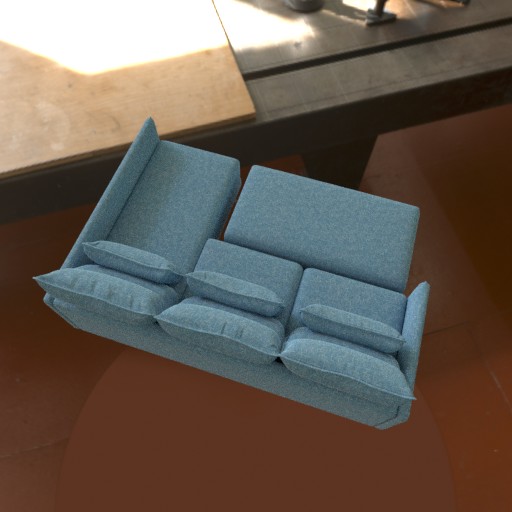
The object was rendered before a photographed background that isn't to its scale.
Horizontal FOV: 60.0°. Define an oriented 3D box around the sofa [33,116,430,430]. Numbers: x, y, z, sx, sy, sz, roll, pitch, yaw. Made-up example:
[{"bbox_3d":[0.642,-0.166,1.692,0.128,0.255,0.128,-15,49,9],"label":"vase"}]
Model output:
[{"bbox_3d":[0.000,0.000,2.755,2.034,0.899,1.420,16,65,8],"label":"sofa"}]
